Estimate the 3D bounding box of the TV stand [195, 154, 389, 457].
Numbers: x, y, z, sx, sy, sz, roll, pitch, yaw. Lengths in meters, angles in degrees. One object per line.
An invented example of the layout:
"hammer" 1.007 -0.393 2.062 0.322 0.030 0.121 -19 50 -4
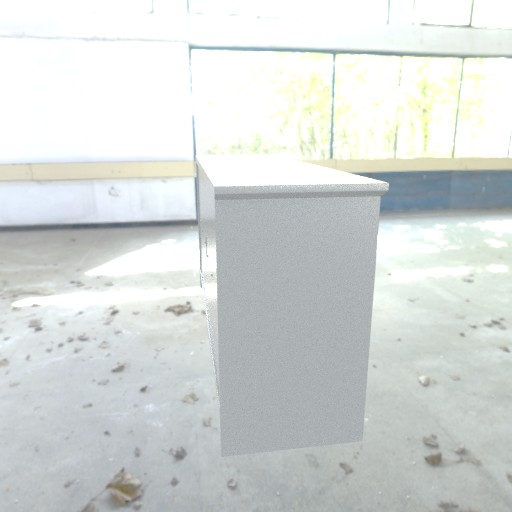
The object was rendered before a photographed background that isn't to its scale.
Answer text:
"TV stand" 0.000 0.000 1.479 0.344 0.603 1.167 -2 16 -9
